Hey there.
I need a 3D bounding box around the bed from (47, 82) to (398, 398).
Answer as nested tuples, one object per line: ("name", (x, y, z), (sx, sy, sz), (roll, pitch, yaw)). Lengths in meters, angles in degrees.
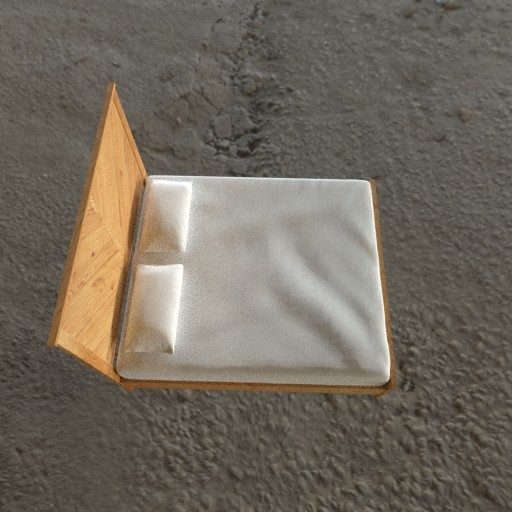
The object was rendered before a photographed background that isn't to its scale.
("bed", (0.000, 0.000, 3.552), (2.201, 1.686, 1.936), (1, 64, 1))
